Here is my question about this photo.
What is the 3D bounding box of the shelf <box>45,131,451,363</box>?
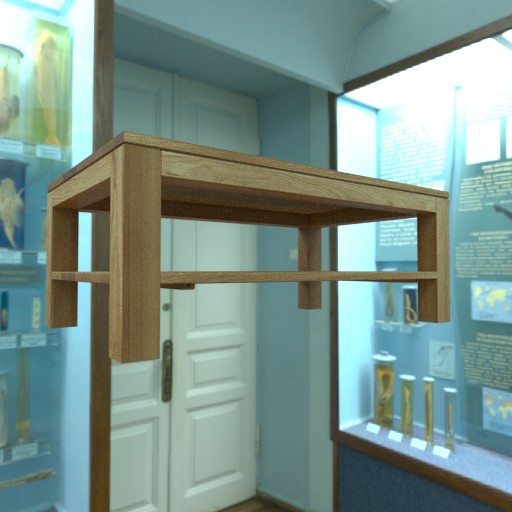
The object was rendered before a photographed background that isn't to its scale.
[{"bbox_3d":[0.000,0.000,1.475,1.150,0.450,0.700,1,-2,-36],"label":"shelf"}]
